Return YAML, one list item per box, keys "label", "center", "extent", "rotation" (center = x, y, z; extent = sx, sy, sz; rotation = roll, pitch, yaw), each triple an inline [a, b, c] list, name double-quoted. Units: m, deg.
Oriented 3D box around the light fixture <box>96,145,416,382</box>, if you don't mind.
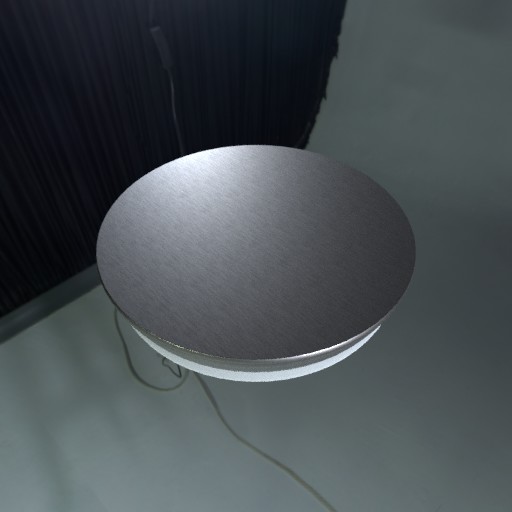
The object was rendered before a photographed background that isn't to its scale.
- label: "light fixture"
  center: [0.000, 0.000, 0.558]
  extent: [0.368, 0.100, 0.368]
  rotation: [0, 44, 0]
